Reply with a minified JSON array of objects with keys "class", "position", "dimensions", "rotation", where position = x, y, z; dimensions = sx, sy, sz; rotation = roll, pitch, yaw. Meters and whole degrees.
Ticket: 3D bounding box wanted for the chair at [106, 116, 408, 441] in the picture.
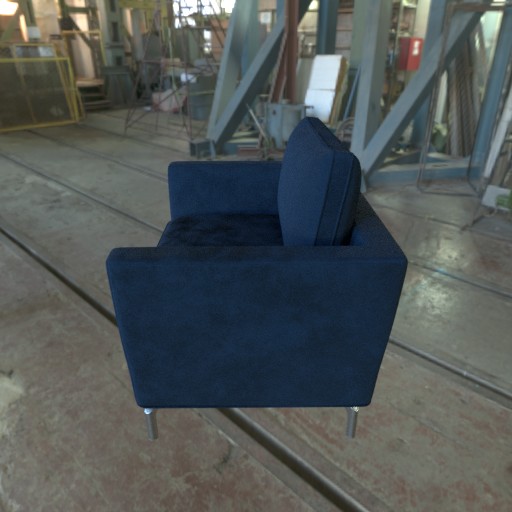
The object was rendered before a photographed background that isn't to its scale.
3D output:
[{"class":"chair","position":[0.000,0.000,1.590],"dimensions":[0.746,0.893,0.977],"rotation":[0,26,0]}]
